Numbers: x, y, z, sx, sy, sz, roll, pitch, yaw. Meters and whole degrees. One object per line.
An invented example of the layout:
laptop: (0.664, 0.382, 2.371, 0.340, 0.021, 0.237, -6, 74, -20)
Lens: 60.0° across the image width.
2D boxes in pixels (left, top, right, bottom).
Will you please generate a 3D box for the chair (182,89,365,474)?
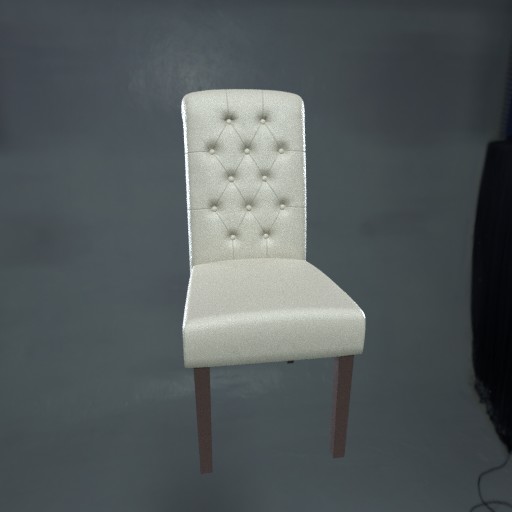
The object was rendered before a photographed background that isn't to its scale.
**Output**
chair: (0.000, 0.000, 1.373, 0.456, 1.006, 0.671, -3, 17, -9)
